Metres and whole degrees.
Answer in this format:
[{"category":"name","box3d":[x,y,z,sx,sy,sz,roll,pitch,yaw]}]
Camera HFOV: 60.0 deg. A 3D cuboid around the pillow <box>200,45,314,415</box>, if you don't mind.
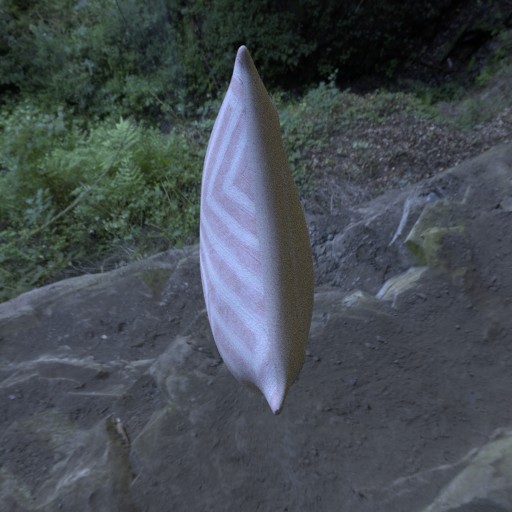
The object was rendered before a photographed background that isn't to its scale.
[{"category":"pillow","box3d":[0.000,0.000,0.696,0.182,0.441,0.440,-5,75,-1]}]
